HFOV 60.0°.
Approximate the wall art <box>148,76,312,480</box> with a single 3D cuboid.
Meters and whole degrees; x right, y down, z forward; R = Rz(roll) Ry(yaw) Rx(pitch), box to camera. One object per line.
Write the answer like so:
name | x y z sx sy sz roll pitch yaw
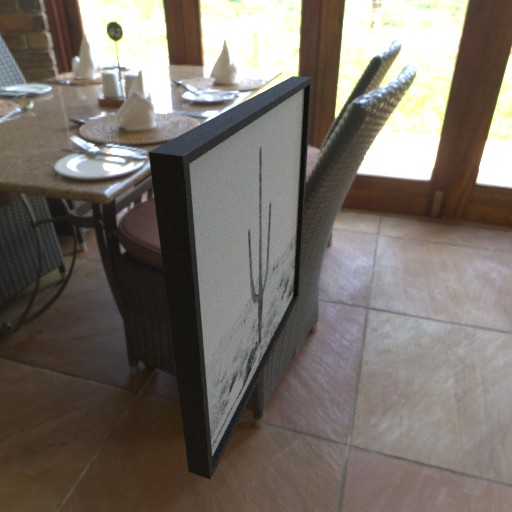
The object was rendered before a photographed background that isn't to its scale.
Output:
wall art | 0.000 0.000 0.762 0.038 0.508 0.508 11 32 17
